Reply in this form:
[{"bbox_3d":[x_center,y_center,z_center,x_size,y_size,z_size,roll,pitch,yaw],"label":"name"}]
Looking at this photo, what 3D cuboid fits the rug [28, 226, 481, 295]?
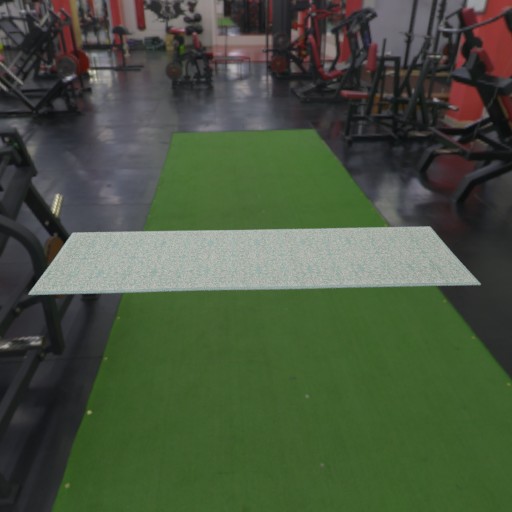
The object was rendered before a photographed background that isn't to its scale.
[{"bbox_3d":[0.000,0.000,2.433,2.196,0.011,0.662,-1,29,-2],"label":"rug"}]
